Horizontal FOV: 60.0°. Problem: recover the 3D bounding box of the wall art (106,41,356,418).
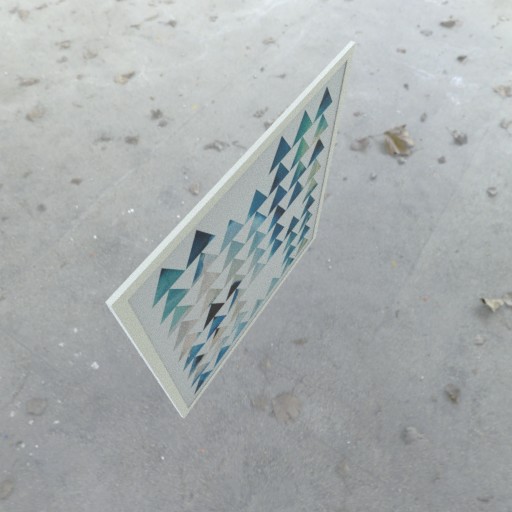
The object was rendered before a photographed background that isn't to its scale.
[{"bbox_3d":[0.000,0.000,1.198,0.012,0.809,0.809,30,63,17],"label":"wall art"}]
